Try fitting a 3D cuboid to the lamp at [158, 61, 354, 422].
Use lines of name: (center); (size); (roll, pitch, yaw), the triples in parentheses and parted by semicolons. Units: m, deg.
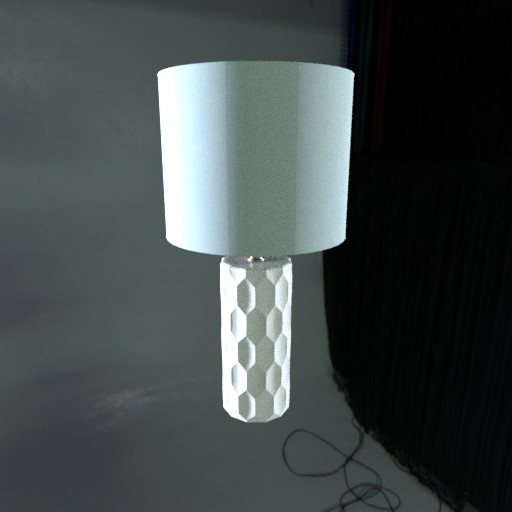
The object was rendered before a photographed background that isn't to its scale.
lamp: (0.000, 0.000, 0.706); (0.277, 0.534, 0.277); (-9, 17, -29)
